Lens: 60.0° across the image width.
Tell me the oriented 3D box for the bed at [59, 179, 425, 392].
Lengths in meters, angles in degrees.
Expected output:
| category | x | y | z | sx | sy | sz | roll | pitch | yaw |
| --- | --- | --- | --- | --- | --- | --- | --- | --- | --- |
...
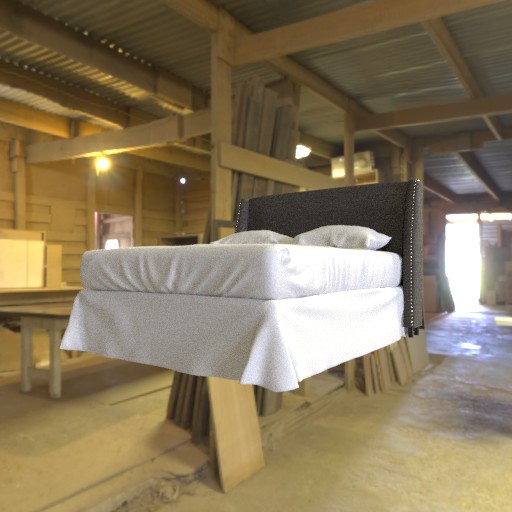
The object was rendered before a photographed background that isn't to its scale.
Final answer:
| category | x | y | z | sx | sy | sz | roll | pitch | yaw |
| --- | --- | --- | --- | --- | --- | --- | --- | --- | --- |
| bed | 0.000 | 0.000 | 3.440 | 1.925 | 1.332 | 2.276 | -1 | -2 | 36 |
